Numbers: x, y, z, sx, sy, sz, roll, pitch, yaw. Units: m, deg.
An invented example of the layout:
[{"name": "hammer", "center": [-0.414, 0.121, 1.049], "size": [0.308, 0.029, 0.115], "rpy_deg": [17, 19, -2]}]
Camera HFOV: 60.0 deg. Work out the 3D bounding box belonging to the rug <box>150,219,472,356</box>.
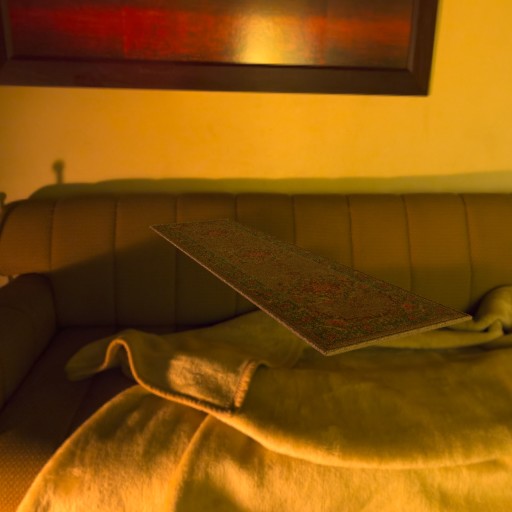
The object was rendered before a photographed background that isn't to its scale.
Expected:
[{"name": "rug", "center": [0.000, 0.000, 2.491], "size": [0.659, 0.019, 2.297], "rpy_deg": [-7, 16, -25]}]
